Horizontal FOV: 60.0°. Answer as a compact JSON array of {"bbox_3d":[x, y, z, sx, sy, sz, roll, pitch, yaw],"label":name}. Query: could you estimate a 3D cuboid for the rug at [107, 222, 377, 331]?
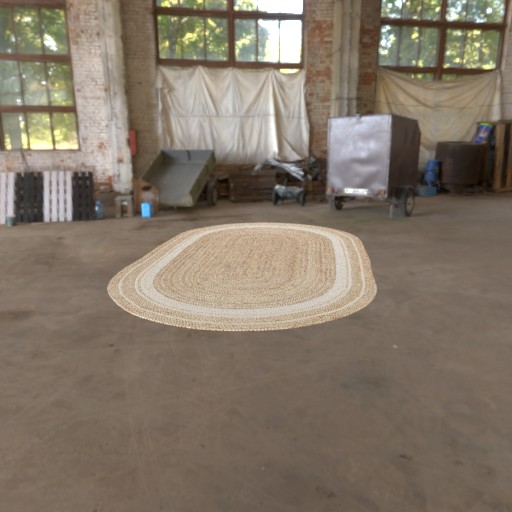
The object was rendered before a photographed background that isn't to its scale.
[{"bbox_3d":[0.000,0.000,3.037,1.520,0.006,2.432,2,15,9],"label":"rug"}]
